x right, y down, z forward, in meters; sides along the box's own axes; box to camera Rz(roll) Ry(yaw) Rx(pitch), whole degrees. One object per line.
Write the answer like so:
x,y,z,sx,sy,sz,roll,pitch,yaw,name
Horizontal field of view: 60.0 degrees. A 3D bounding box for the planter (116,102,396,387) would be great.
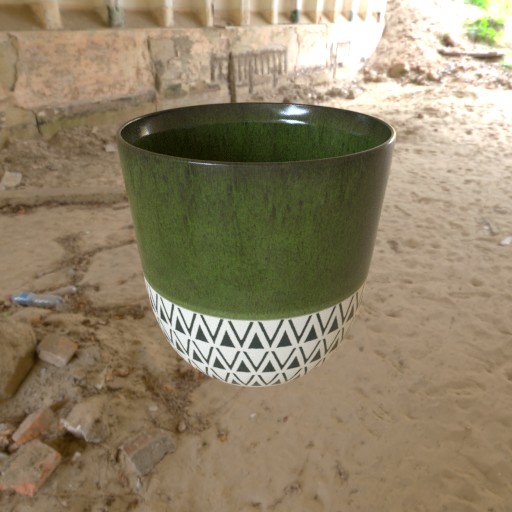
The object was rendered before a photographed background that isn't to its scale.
0.000,0.000,0.465,0.245,0.270,0.245,0,28,0,planter
